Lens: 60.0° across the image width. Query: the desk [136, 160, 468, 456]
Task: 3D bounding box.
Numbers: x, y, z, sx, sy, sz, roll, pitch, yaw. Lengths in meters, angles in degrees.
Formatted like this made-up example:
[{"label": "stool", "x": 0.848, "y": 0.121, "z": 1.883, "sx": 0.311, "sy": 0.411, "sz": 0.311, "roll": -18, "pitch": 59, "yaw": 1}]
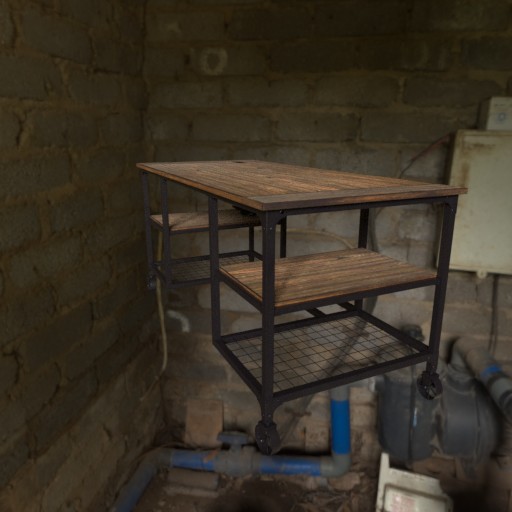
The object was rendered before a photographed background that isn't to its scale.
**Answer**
[{"label": "desk", "x": 0.000, "y": 0.000, "z": 2.001, "sx": 0.711, "sy": 0.751, "sz": 1.590, "roll": -7, "pitch": 17, "yaw": -25}]
